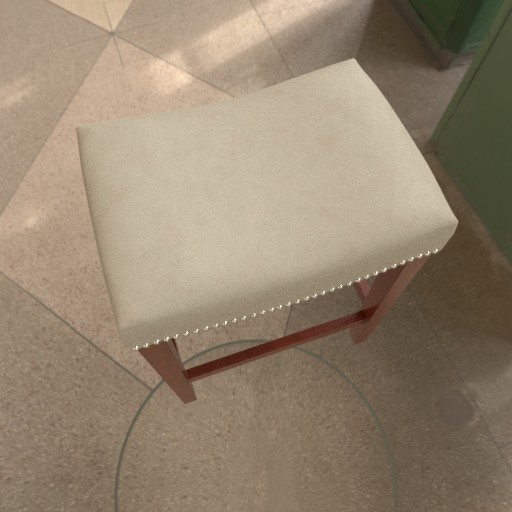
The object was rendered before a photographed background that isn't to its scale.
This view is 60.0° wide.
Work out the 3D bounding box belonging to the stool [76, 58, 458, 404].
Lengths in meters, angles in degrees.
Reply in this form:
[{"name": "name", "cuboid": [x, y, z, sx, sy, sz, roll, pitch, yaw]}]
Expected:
[{"name": "stool", "cuboid": [0.000, 0.000, 0.931, 0.509, 0.632, 0.375, -17, 65, -8]}]
